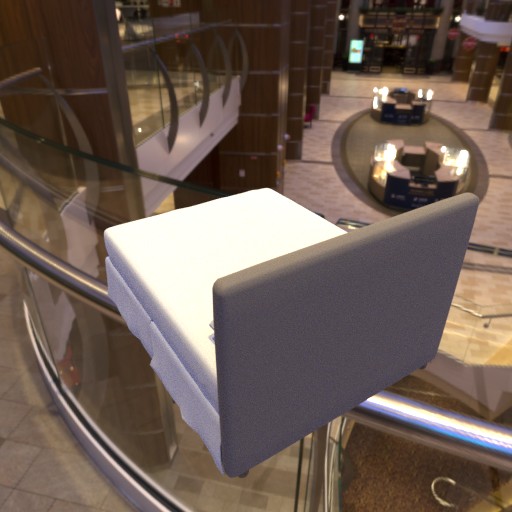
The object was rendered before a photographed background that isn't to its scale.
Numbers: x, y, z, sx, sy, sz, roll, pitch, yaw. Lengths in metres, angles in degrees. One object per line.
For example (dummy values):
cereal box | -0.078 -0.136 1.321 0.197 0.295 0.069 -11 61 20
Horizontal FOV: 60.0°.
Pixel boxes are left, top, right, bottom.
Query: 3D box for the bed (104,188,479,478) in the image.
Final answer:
bed | 0.000 0.000 3.193 1.748 1.330 2.142 -19 36 -28
